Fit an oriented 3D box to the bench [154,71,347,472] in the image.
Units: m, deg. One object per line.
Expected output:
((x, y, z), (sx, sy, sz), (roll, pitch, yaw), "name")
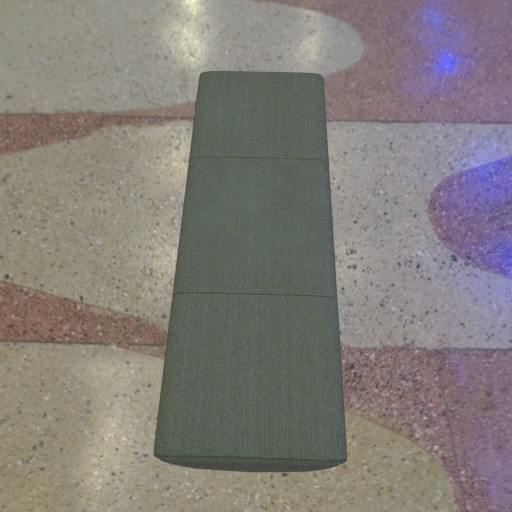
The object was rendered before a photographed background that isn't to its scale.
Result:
((0.000, 0.000, 1.451), (0.446, 0.438, 1.269), (1, 62, 1), "bench")
